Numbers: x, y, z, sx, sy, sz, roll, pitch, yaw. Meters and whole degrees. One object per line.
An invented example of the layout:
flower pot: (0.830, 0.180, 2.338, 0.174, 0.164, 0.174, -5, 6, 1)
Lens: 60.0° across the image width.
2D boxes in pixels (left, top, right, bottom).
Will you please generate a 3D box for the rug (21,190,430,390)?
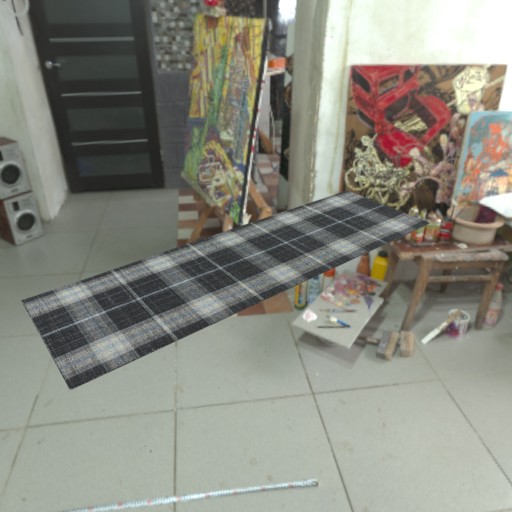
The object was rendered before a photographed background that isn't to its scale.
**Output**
rug: (0.000, 0.000, 2.638, 2.434, 0.012, 0.760, -21, 36, -32)
